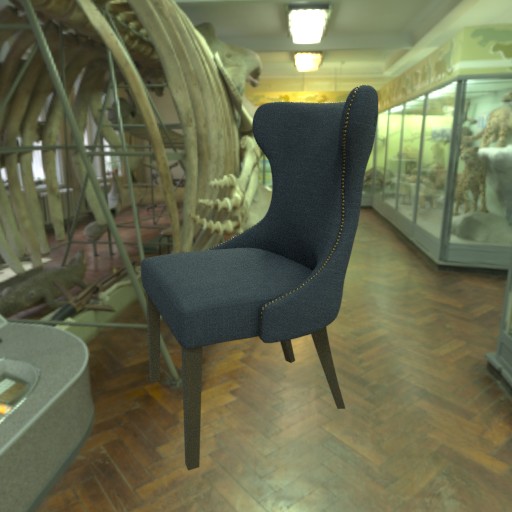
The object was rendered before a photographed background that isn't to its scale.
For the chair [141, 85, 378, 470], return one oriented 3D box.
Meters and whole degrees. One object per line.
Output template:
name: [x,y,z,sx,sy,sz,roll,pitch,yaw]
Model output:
chair: [0.000,0.000,1.380,0.635,0.967,0.628,-6,15,-23]
